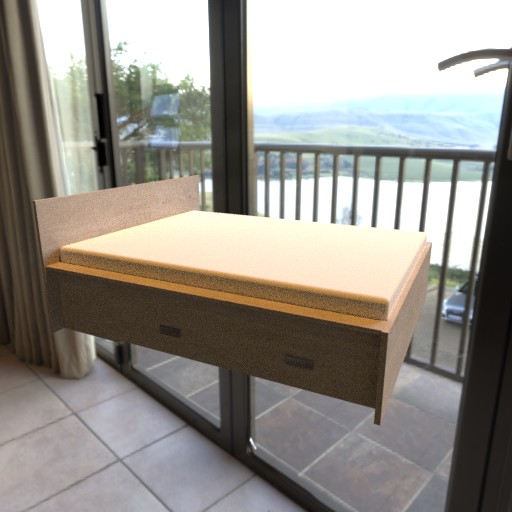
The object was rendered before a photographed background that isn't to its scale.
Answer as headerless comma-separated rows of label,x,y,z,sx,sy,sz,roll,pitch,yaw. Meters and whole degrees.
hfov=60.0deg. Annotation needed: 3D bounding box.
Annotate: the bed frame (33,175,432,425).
bed frame,0.000,0.000,2.845,1.960,0.800,1.622,8,18,25
